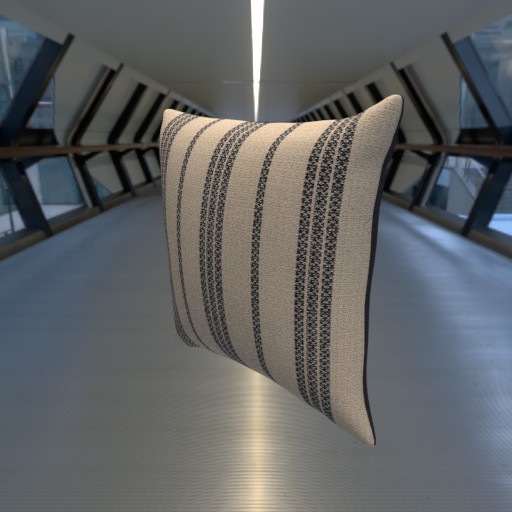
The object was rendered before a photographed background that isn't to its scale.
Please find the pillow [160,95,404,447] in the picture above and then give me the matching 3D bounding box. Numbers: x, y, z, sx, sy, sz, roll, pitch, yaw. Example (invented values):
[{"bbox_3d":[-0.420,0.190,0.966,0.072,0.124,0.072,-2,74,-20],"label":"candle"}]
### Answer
[{"bbox_3d":[0.000,0.000,0.622,0.405,0.406,0.173,15,21,42],"label":"pillow"}]
